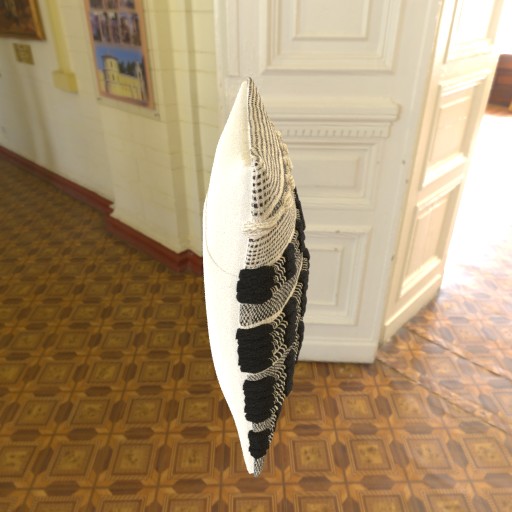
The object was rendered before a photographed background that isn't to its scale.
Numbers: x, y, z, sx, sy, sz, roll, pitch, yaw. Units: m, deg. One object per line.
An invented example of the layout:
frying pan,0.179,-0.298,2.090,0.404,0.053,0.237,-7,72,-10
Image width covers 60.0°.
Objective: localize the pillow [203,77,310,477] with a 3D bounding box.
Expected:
pillow,0.000,0.000,0.666,0.156,0.438,0.436,-1,31,-1
